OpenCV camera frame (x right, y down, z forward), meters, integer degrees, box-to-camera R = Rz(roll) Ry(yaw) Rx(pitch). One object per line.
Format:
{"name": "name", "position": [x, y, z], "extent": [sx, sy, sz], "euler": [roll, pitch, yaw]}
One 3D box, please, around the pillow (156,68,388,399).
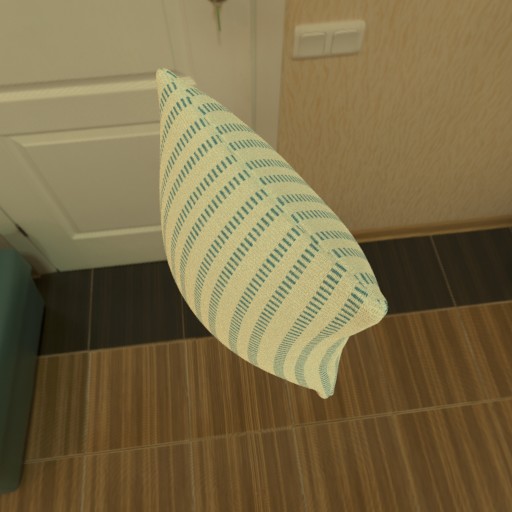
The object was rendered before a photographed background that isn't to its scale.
{"name": "pillow", "position": [0.000, 0.000, 0.690], "extent": [0.247, 0.419, 0.438], "euler": [-33, 67, -16]}
